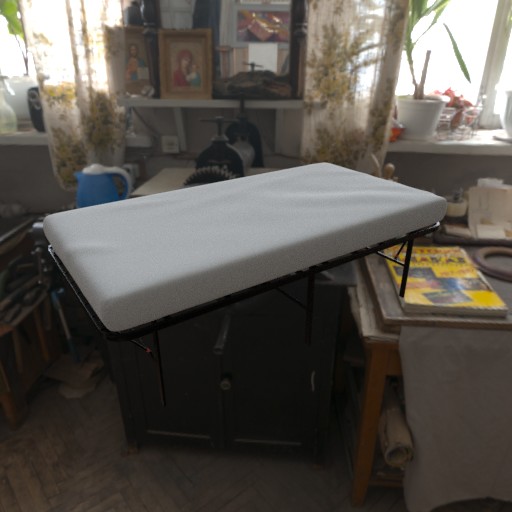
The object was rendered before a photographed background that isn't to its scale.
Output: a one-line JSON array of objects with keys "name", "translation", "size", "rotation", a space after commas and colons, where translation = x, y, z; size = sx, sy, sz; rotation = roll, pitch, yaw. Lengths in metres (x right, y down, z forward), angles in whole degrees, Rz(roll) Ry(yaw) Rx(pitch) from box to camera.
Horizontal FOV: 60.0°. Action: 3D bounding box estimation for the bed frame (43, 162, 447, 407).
[{"name": "bed frame", "translation": [0.000, 0.000, 2.403], "size": [1.903, 0.619, 0.989], "rotation": [-17, 31, -31]}]
